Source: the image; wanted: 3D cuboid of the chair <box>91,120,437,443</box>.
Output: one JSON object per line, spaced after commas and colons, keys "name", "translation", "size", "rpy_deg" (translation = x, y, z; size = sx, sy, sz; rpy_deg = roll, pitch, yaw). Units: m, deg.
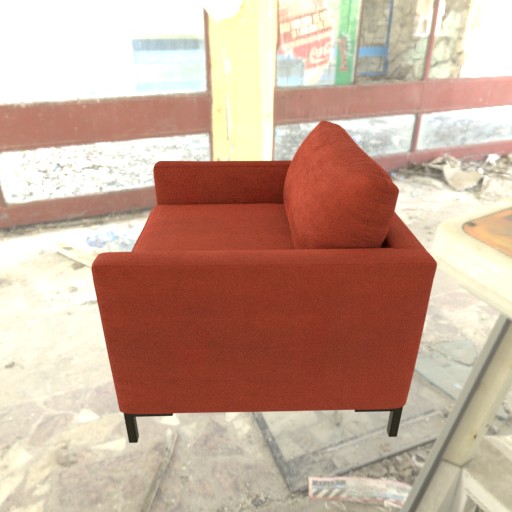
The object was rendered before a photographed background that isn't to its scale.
{"name": "chair", "translation": [0.000, 0.000, 1.578], "size": [0.875, 0.812, 0.964], "rpy_deg": [-1, 27, -1]}
